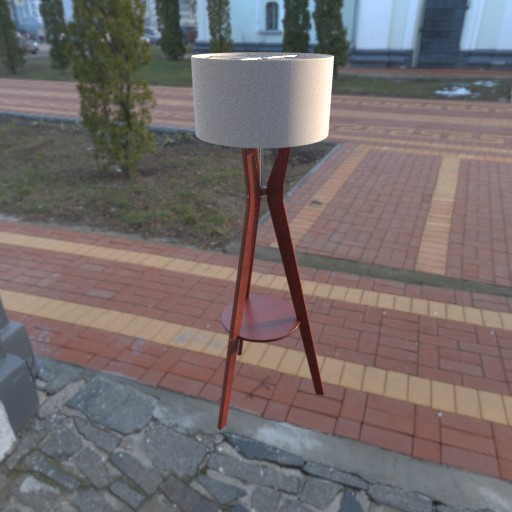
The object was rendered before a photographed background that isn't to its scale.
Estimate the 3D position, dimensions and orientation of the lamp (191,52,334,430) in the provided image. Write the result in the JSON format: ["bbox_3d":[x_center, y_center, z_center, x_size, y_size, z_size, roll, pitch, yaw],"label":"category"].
[{"bbox_3d":[0.000,0.000,1.789,0.539,1.472,0.542,19,32,32],"label":"lamp"}]
